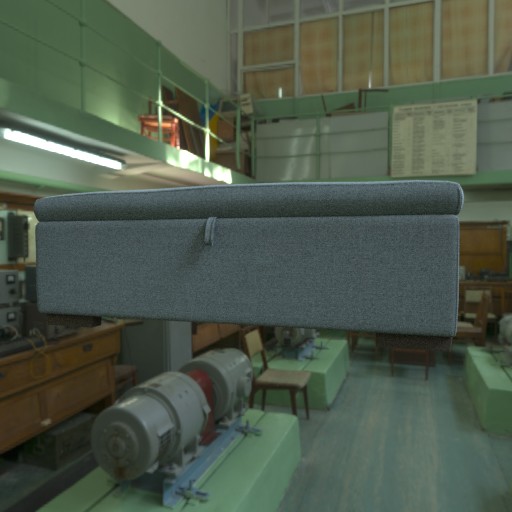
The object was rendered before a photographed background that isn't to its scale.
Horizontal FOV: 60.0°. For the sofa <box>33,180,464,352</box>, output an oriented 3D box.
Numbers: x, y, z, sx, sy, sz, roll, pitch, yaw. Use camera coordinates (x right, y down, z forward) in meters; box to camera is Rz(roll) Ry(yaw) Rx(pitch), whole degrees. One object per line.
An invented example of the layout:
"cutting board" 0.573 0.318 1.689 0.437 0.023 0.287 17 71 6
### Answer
"sofa" 0.000 0.000 1.576 1.250 0.434 0.817 1 2 17
